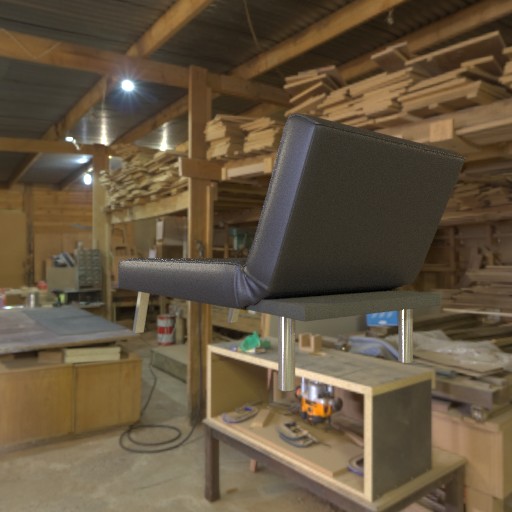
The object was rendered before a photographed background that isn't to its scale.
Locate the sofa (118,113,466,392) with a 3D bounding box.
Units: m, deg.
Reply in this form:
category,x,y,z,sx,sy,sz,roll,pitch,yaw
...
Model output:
category,x,y,z,sx,sy,sz,roll,pitch,yaw
sofa,0.000,0.000,2.003,0.760,0.820,1.560,0,0,-36
